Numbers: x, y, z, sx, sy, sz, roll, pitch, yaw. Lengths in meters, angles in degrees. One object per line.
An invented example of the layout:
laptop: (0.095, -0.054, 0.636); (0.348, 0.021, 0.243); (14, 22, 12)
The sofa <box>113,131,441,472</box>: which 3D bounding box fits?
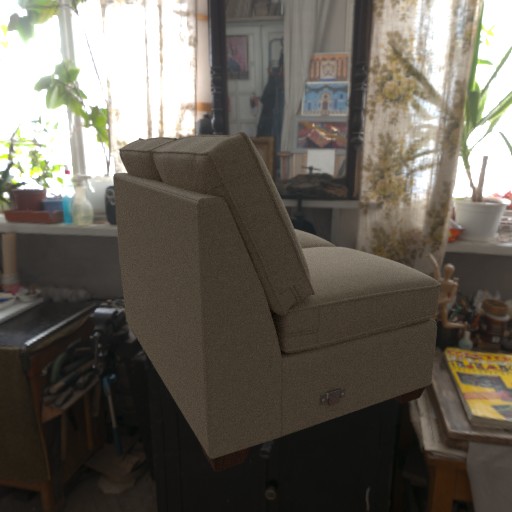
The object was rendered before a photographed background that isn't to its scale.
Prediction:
sofa: (0.000, 0.000, 1.933); (0.951, 1.008, 1.237); (-7, 16, -26)
